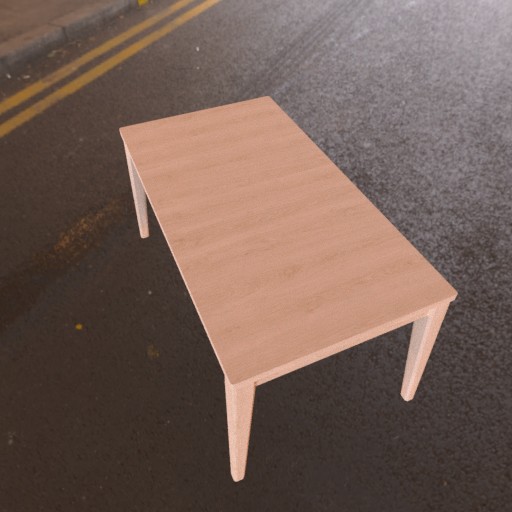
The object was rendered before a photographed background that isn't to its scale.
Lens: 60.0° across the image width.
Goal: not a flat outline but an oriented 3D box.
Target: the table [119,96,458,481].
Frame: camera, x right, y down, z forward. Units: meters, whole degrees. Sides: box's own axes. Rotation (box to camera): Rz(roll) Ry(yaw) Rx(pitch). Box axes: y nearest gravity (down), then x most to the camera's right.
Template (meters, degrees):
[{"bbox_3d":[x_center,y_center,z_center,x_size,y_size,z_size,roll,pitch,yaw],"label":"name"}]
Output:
[{"bbox_3d":[0.000,0.000,2.159,0.900,0.760,1.600,-18,49,-16],"label":"table"}]
